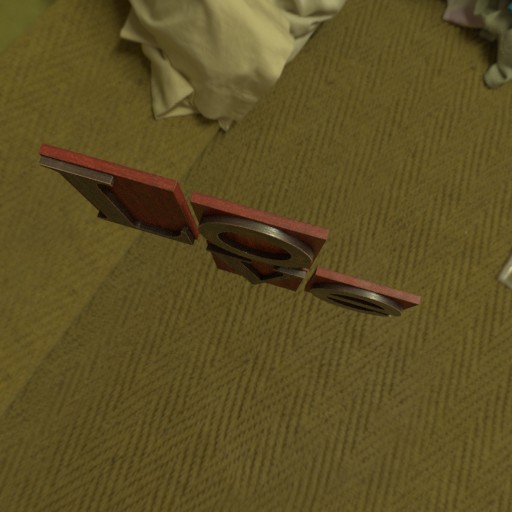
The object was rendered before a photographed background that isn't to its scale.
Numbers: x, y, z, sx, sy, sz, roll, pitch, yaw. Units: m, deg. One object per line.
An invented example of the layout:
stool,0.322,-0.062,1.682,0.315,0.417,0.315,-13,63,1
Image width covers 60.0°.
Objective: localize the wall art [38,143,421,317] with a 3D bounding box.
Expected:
wall art,0.000,0.000,0.840,0.635,0.497,0.030,16,77,4
